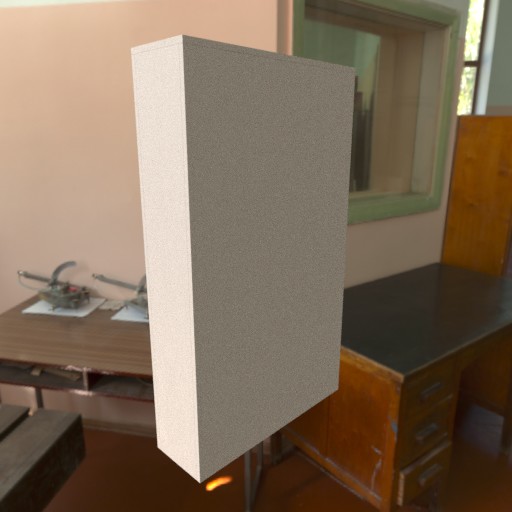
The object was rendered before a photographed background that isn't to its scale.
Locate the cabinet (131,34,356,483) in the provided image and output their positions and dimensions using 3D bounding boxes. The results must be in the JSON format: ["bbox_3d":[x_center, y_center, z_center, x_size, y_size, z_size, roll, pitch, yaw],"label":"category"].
[{"bbox_3d":[0.000,0.000,1.560,0.250,1.280,0.750,14,21,43],"label":"cabinet"}]
